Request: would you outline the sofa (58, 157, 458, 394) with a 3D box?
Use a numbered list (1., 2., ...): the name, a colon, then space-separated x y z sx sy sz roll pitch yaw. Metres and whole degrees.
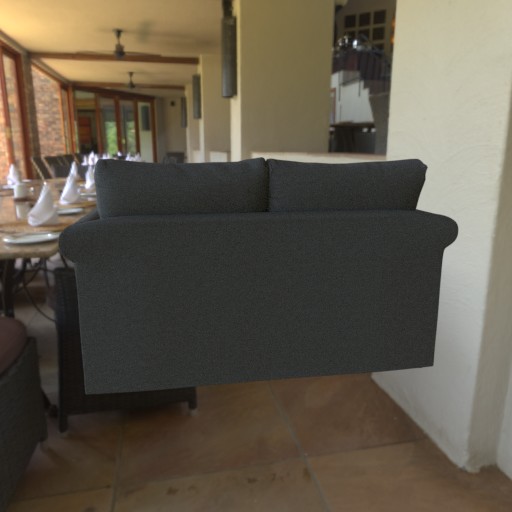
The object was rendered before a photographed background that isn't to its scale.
1. sofa: 0.000 0.000 1.983 1.460 0.872 0.741 -2 14 -9
